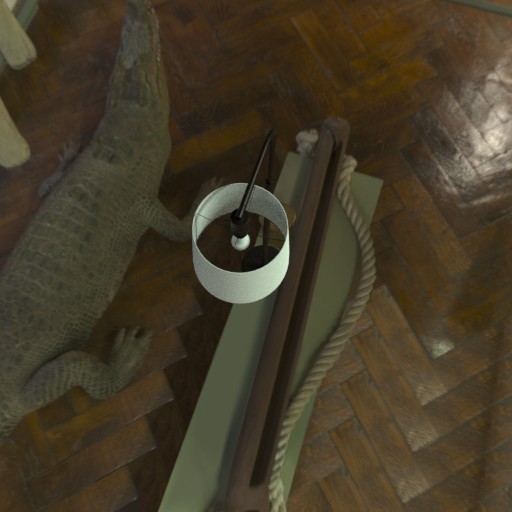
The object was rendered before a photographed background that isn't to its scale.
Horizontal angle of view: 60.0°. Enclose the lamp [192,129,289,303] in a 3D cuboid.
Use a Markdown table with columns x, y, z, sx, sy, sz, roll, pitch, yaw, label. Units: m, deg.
| x | y | z | sx | sy | sz | roll | pitch | yaw | label |
| --- | --- | --- | --- | --- | --- | --- | --- | --- | --- |
| 0.000 | 0.000 | 1.653 | 0.254 | 1.478 | 0.508 | 18 | 76 | 5 | lamp |
